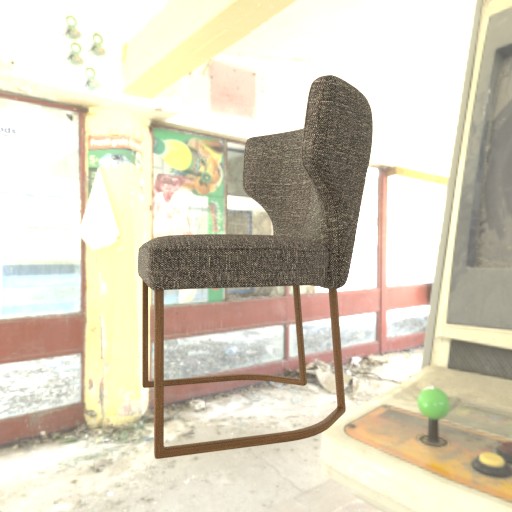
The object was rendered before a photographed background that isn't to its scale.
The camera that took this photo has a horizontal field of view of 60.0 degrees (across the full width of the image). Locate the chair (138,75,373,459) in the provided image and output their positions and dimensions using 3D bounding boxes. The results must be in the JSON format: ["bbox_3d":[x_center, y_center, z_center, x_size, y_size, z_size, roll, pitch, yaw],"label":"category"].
[{"bbox_3d":[0.000,0.000,1.229,0.617,0.824,0.611,0,0,-17],"label":"chair"}]
